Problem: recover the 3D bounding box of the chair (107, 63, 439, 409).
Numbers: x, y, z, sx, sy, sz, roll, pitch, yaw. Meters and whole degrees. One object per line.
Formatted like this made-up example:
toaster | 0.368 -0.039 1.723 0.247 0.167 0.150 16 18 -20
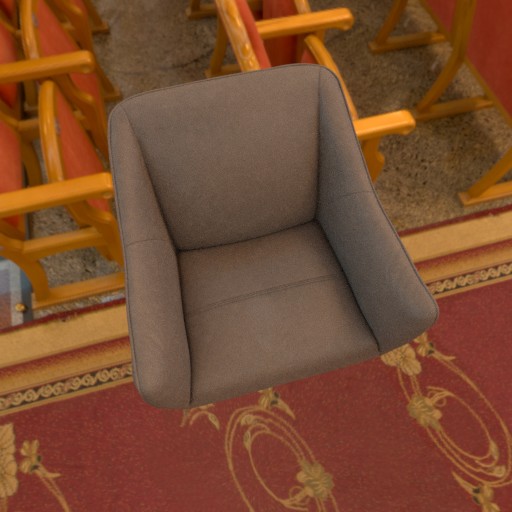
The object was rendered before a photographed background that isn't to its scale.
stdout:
chair | 0.000 0.000 1.531 0.871 0.830 0.852 -13 64 -7
